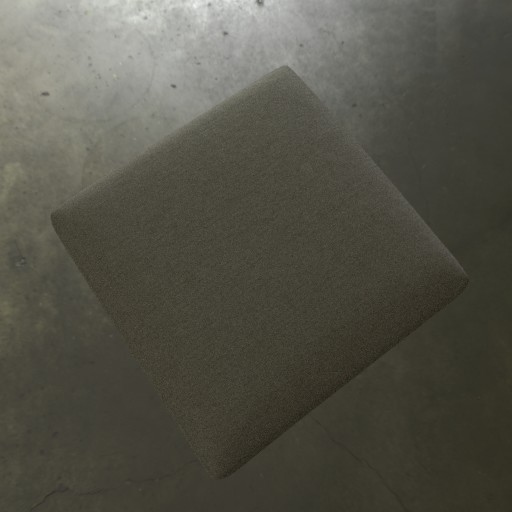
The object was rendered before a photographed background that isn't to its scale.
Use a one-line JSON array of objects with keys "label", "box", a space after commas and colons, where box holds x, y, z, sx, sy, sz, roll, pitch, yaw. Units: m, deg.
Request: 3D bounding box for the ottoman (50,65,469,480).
[{"label": "ottoman", "box": [0.000, 0.000, 1.567, 1.041, 0.470, 1.041, -35, 78, -9]}]
